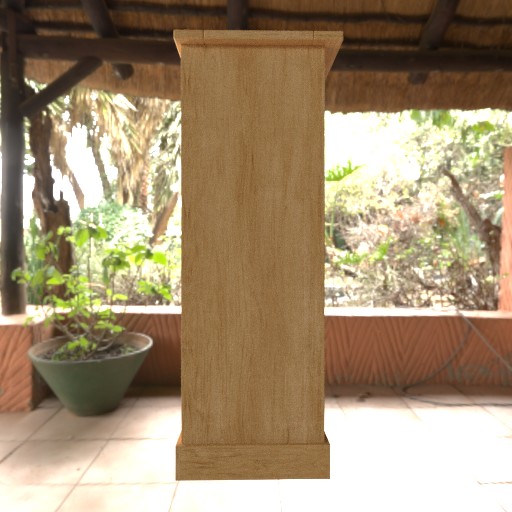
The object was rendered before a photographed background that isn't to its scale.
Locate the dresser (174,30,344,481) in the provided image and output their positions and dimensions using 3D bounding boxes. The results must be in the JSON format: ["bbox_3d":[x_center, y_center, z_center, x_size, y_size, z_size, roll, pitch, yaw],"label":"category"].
[{"bbox_3d":[0.000,0.000,1.723,0.485,1.300,0.915,0,0,-1],"label":"dresser"}]
